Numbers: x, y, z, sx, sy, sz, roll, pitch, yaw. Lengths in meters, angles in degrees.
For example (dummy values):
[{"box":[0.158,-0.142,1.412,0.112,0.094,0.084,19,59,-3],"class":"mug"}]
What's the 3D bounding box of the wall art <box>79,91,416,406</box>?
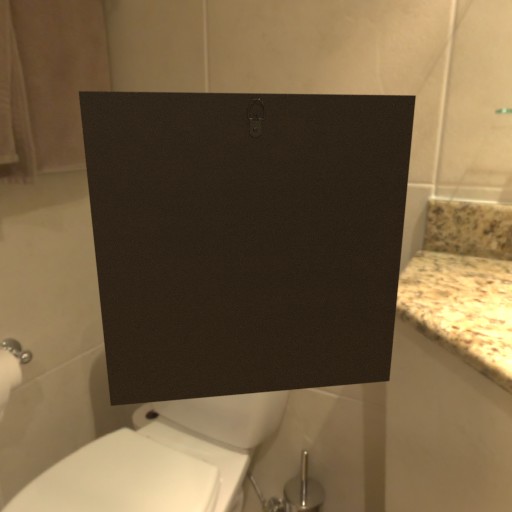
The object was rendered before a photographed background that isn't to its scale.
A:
[{"box":[0.000,0.000,1.170,0.805,0.807,0.043,-2,16,-9],"class":"wall art"}]
